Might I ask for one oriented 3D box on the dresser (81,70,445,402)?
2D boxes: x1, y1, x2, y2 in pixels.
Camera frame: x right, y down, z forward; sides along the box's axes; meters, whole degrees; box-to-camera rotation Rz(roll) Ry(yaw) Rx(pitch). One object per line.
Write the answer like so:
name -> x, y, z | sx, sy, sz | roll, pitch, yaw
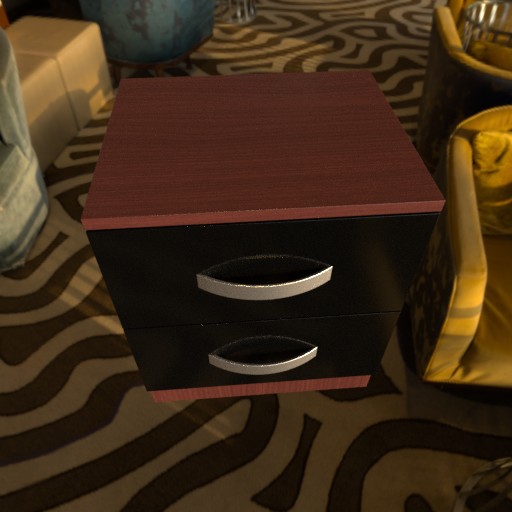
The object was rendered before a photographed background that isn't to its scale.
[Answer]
dresser -> 0.000, 0.000, 0.760 | 0.400, 0.470, 0.360 | -3, 47, -3
